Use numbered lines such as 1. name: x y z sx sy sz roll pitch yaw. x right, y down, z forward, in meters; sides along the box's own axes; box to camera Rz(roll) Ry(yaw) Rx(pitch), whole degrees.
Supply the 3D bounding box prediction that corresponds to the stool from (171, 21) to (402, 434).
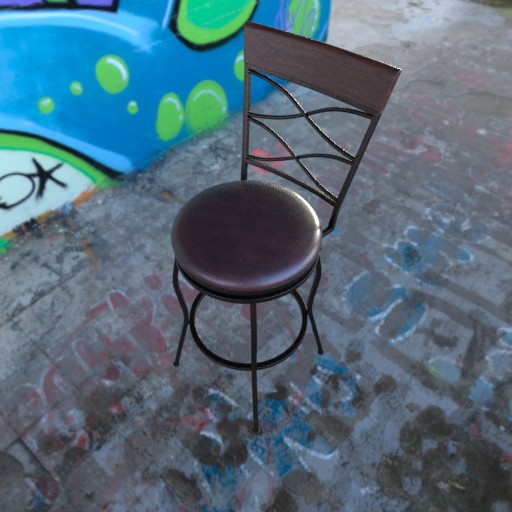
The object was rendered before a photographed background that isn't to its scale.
1. stool: 0.000 0.000 1.363 0.448 1.130 0.513 31 55 26
